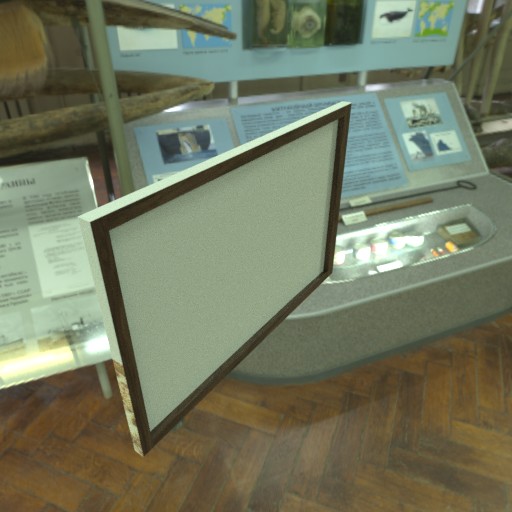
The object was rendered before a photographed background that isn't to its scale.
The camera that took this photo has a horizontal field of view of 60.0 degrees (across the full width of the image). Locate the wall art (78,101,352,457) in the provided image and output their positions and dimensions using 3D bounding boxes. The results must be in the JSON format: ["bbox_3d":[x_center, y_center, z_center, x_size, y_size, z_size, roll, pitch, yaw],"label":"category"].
[{"bbox_3d":[0.000,0.000,1.941,0.051,1.016,1.520,22,39,30],"label":"wall art"}]
